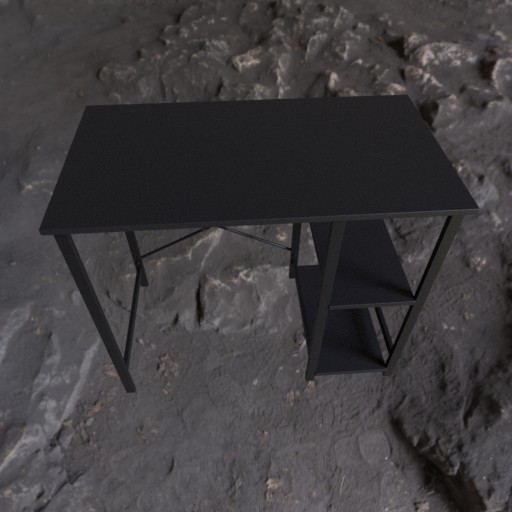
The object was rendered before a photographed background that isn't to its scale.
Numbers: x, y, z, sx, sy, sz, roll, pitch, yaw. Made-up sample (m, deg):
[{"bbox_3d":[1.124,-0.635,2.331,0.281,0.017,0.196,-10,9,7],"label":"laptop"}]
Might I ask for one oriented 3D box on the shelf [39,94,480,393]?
[{"bbox_3d":[0.000,0.000,1.345,0.902,0.749,0.498,-3,47,-3],"label":"shelf"}]
